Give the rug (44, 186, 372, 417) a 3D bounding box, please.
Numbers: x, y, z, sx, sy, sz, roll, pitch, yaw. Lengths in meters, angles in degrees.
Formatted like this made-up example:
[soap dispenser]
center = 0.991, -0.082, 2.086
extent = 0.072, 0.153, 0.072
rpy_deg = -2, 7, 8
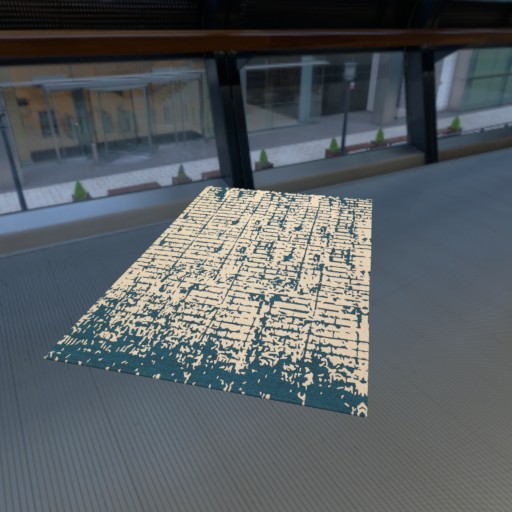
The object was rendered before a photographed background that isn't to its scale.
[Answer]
[rug]
center = 0.000, 0.000, 3.004
extent = 1.517, 0.011, 2.435
rpy_deg = 7, 30, 12
